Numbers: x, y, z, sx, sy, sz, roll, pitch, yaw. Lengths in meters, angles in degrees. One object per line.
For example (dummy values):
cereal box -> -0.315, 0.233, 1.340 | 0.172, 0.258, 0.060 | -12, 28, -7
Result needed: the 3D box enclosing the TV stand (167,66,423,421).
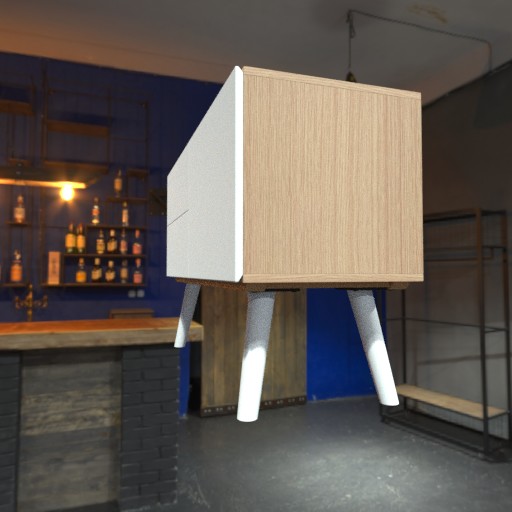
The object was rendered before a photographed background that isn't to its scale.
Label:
TV stand -> 0.000, 0.000, 1.330 | 0.407, 0.660, 0.991 | 1, -2, -18
